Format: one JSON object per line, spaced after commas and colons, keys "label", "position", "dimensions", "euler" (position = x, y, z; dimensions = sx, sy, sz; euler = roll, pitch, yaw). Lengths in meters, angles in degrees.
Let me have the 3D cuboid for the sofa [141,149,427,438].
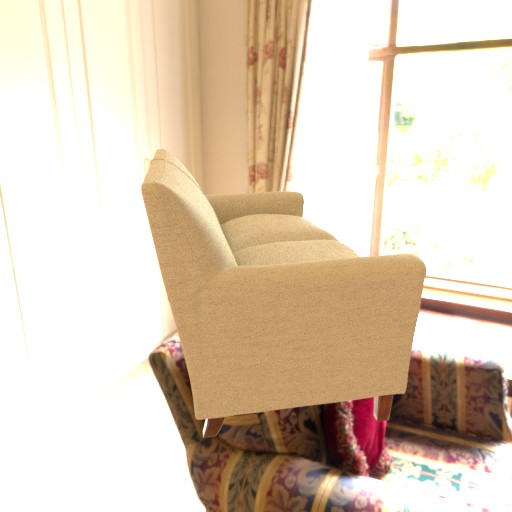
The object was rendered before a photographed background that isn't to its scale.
{"label": "sofa", "position": [0.000, 0.000, 2.040], "dimensions": [0.891, 0.892, 1.482], "euler": [-3, 17, -10]}
